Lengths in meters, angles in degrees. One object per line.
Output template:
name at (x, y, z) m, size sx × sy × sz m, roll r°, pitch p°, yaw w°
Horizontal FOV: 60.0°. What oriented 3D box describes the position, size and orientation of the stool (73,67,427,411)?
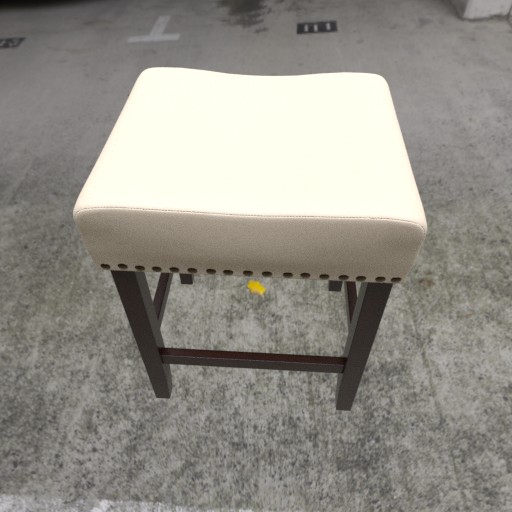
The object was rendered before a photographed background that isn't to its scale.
stool at (0.000, 0.000, 0.914) m, size 0.471 × 0.609 × 0.401 m, roll 3°, pitch 48°, yaw 2°
